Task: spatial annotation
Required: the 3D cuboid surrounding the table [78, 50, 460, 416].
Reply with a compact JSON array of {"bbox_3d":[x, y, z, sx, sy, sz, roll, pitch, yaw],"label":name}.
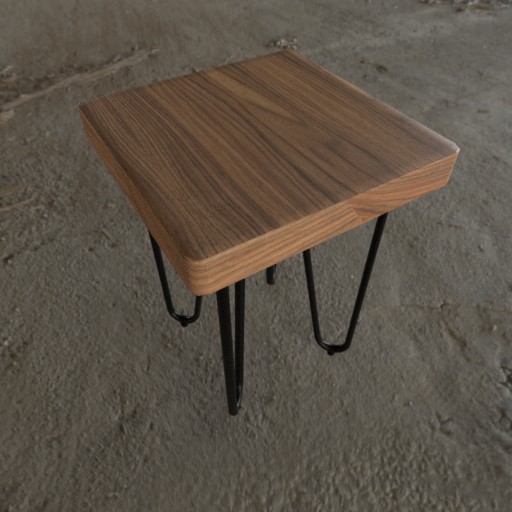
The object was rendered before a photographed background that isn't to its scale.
[{"bbox_3d":[0.000,0.000,0.980,0.479,0.641,0.480,-24,50,-22],"label":"table"}]
